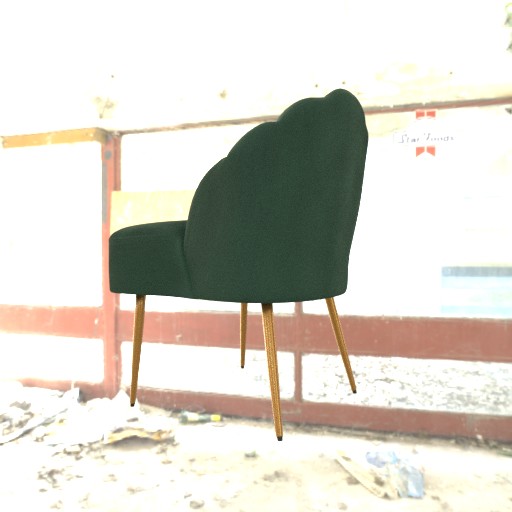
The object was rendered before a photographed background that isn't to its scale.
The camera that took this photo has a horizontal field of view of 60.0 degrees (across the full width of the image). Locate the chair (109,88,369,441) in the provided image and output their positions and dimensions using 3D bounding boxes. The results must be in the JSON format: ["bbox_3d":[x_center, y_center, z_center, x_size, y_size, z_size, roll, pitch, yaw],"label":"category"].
[{"bbox_3d":[0.000,0.000,1.273,0.599,0.819,0.657,0,0,35],"label":"chair"}]
